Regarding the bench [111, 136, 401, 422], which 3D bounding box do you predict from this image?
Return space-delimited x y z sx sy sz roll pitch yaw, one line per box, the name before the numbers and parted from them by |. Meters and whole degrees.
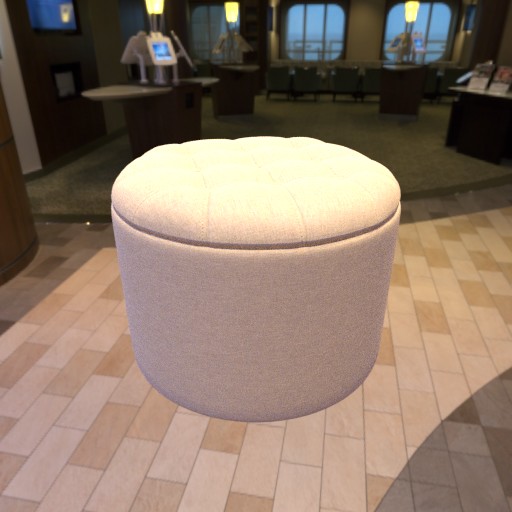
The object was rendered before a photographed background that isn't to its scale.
bench | 0.000 0.000 1.019 0.600 0.454 0.600 0 27 0
